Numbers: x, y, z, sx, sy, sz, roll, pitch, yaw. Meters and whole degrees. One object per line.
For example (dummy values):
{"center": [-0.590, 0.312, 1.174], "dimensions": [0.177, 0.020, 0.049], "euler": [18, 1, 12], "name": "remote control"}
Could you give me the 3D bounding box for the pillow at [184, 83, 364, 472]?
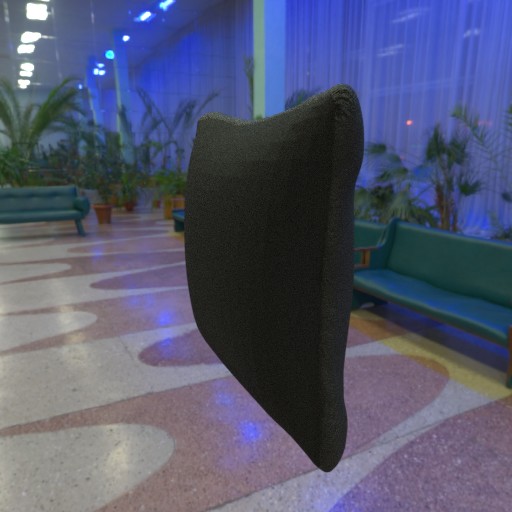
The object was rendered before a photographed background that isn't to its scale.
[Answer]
{"center": [0.000, 0.000, 0.789], "dimensions": [0.210, 0.523, 0.533], "euler": [-7, 16, -25], "name": "pillow"}
